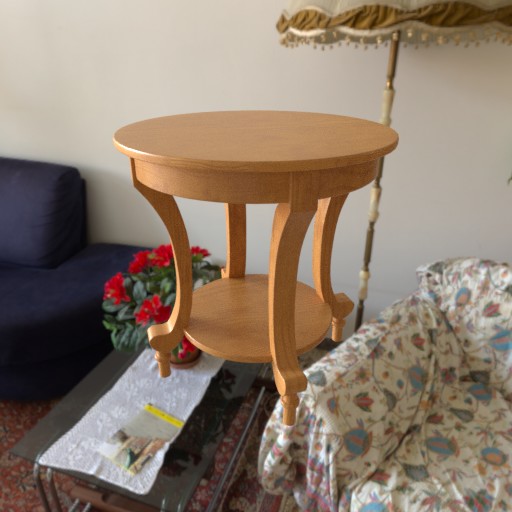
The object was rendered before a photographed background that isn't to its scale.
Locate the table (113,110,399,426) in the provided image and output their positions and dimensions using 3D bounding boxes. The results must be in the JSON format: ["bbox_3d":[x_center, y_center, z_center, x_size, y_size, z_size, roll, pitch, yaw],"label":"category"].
[{"bbox_3d":[0.000,0.000,1.094,0.597,0.612,0.597,0,26,0],"label":"table"}]
